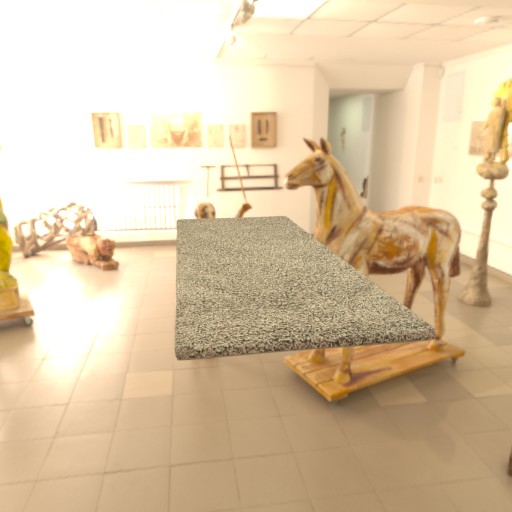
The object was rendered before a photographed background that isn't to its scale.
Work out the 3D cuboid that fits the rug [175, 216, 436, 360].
[{"bbox_3d":[0.000,0.000,1.713,0.609,0.030,1.524,-3,16,-9],"label":"rug"}]
